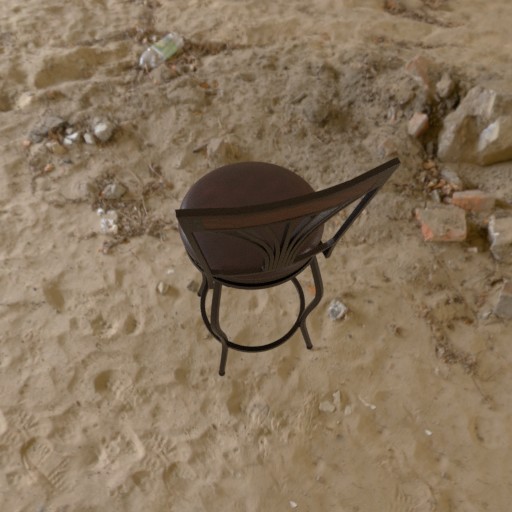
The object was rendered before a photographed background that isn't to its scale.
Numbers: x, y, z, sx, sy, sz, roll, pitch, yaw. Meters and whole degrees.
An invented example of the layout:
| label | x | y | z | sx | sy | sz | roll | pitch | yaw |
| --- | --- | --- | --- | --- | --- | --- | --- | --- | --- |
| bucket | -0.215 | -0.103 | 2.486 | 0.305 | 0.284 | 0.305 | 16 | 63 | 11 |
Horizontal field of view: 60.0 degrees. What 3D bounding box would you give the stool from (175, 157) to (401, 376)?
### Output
| label | x | y | z | sx | sy | sz | roll | pitch | yaw |
| --- | --- | --- | --- | --- | --- | --- | --- | --- | --- |
| stool | 0.000 | 0.000 | 1.387 | 0.433 | 1.117 | 0.514 | -15 | 58 | -9 |
